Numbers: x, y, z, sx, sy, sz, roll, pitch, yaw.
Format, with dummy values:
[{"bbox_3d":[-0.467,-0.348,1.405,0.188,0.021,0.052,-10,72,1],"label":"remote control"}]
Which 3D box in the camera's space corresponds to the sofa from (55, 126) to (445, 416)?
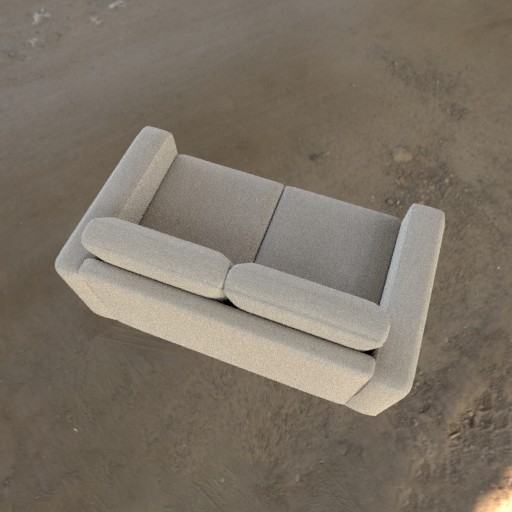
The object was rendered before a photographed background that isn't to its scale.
[{"bbox_3d":[0.000,0.000,2.090,1.540,0.800,0.900,18,64,9],"label":"sofa"}]
